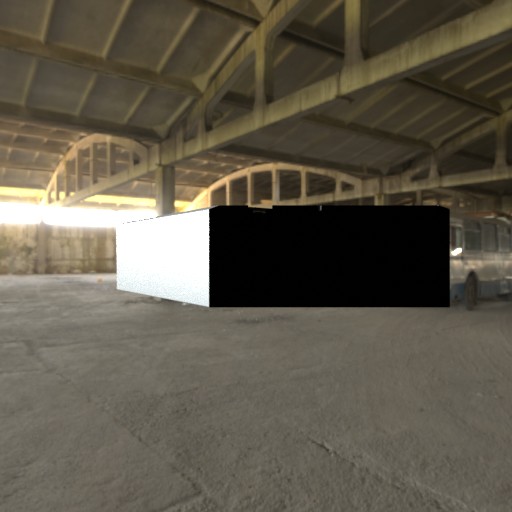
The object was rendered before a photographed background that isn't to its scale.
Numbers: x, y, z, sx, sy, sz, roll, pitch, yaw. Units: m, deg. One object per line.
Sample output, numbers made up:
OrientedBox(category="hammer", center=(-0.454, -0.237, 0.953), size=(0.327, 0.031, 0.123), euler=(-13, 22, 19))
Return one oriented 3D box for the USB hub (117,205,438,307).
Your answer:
OrientedBox(category="USB hub", center=(0.000, 0.000, 0.123), size=(0.044, 0.023, 0.110), euler=(0, 0, -36))
